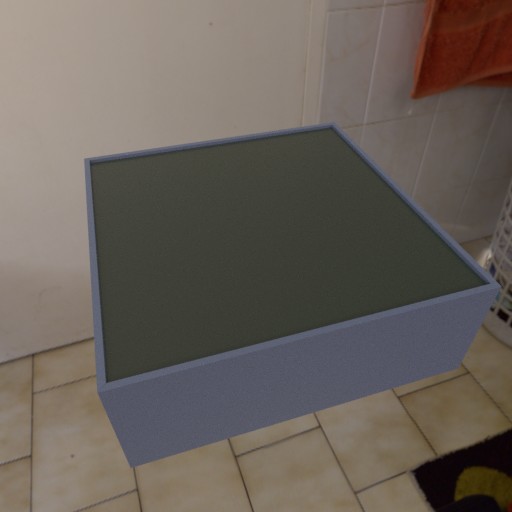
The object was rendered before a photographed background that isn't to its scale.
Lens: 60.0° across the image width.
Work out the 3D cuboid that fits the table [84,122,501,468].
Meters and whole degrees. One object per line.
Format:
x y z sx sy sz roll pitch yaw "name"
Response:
0.000 0.000 1.202 0.801 0.299 0.801 -12 43 -13 "table"
